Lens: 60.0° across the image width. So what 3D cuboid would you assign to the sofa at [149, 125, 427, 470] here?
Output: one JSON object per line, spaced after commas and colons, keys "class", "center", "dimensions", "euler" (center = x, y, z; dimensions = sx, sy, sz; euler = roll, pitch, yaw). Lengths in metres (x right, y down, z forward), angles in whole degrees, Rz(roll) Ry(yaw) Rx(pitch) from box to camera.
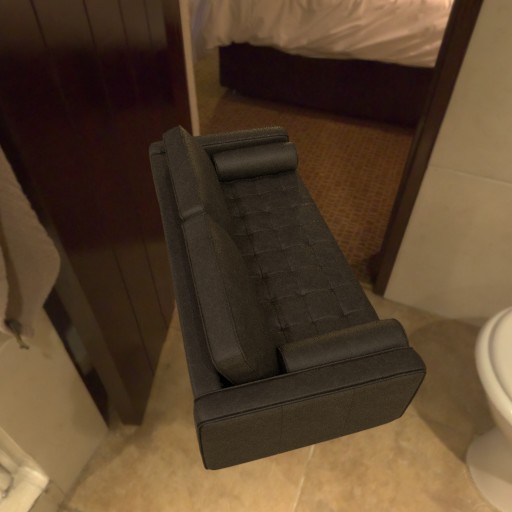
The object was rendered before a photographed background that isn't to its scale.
{"class": "sofa", "center": [0.000, 0.000, 2.351], "dimensions": [0.921, 0.770, 1.879], "euler": [-11, 47, -10]}
